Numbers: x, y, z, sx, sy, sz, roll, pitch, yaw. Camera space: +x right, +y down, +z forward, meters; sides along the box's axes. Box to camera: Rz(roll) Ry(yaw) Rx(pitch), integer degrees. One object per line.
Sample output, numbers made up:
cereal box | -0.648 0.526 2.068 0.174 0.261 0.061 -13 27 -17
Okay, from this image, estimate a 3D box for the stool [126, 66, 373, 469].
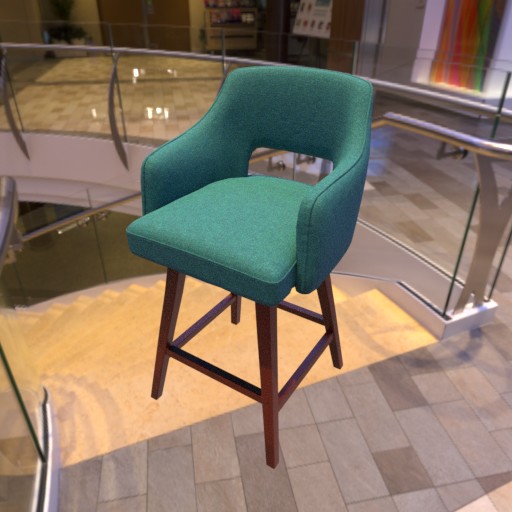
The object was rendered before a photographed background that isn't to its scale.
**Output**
stool | 0.000 0.000 1.293 0.548 0.961 0.556 18 35 28
